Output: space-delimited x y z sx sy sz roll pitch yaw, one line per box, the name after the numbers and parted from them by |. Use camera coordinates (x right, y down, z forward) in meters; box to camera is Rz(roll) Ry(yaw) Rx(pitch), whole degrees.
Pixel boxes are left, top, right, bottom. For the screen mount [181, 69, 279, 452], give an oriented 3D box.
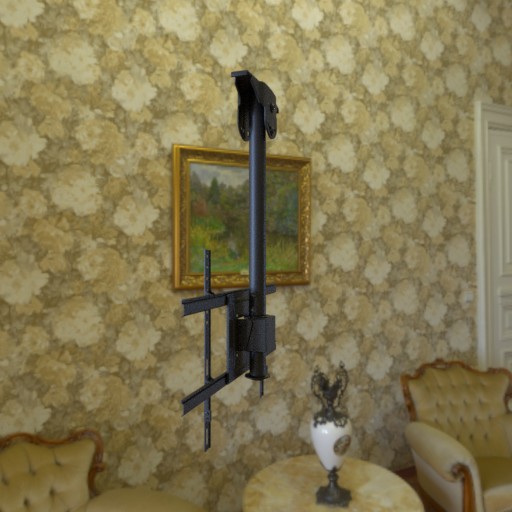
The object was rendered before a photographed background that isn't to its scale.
0.000 0.000 1.045 0.090 0.775 0.595 0 0 18 | screen mount
